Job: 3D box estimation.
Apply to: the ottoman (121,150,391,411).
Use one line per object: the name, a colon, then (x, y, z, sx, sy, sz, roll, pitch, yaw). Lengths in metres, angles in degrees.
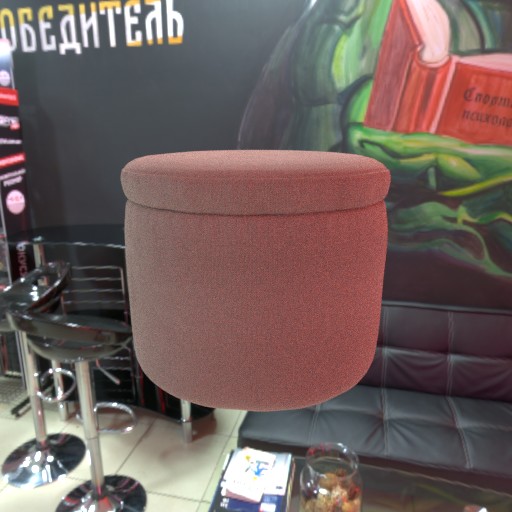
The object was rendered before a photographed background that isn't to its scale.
ottoman: (0.000, 0.000, 0.885, 0.497, 0.409, 0.497, 0, 15, 0)
